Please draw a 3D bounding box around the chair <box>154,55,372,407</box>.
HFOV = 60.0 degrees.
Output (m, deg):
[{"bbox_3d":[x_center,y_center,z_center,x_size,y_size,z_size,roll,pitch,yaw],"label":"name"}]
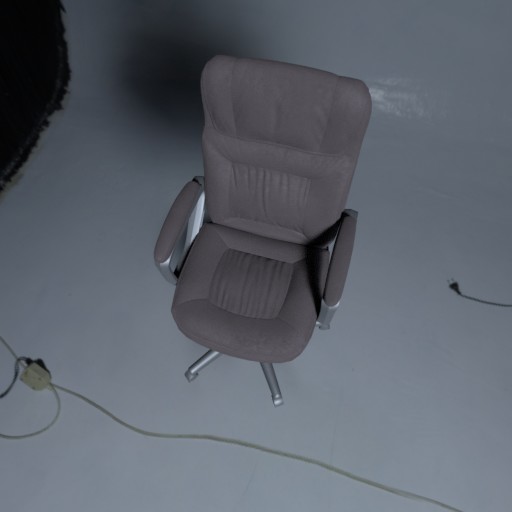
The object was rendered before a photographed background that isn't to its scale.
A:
[{"bbox_3d":[0.000,0.000,1.572,0.667,1.105,0.724,14,59,8],"label":"chair"}]
